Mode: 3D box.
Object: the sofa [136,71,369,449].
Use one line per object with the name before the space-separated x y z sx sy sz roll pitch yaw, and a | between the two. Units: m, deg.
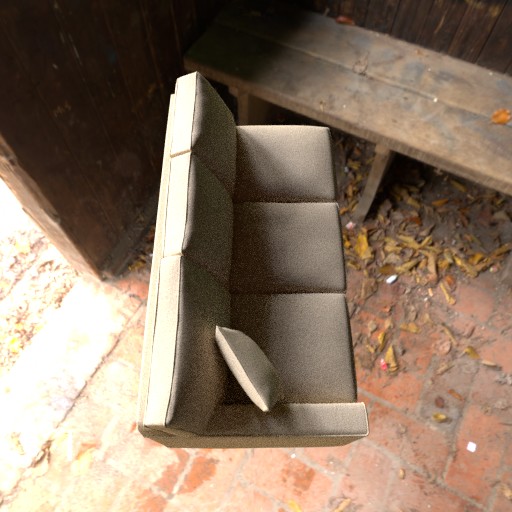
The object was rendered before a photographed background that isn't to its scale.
sofa | 0.000 0.000 2.526 1.034 0.946 1.962 0 63 0
